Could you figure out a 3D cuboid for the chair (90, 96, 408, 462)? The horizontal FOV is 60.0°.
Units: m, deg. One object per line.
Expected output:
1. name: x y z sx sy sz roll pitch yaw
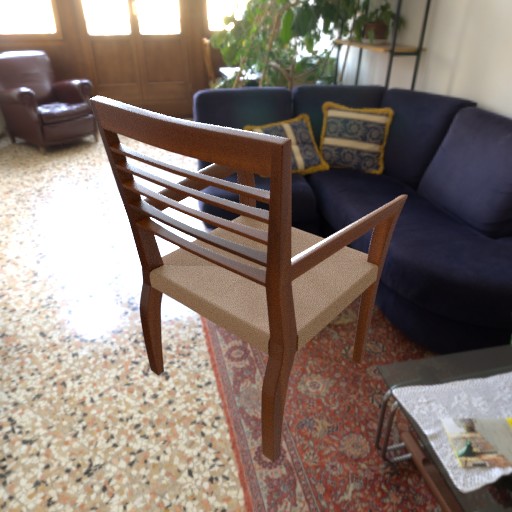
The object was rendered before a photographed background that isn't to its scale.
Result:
1. chair: 0.000 0.000 1.236 0.587 0.855 0.540 23 38 34
